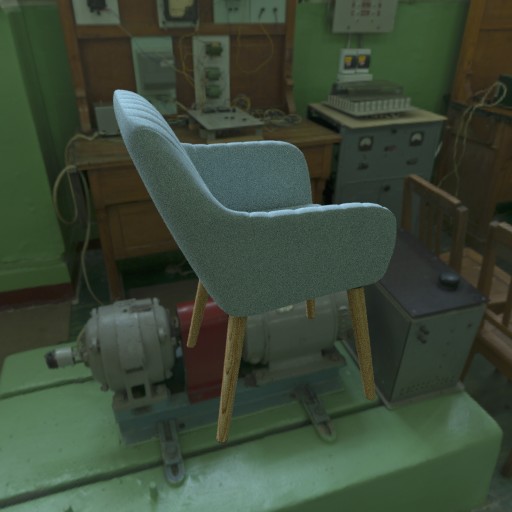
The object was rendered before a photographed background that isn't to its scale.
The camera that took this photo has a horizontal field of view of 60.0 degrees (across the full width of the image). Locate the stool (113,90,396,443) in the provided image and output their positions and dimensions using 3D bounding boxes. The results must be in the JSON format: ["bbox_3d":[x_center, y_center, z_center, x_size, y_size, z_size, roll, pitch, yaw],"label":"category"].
[{"bbox_3d":[0.000,0.000,1.162,0.590,0.830,0.503,-10,32,-17],"label":"stool"}]
